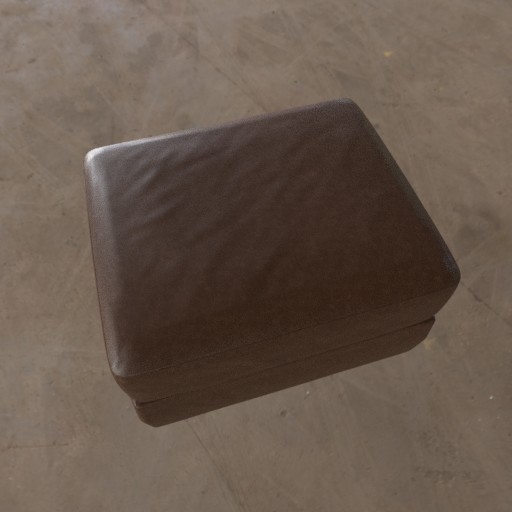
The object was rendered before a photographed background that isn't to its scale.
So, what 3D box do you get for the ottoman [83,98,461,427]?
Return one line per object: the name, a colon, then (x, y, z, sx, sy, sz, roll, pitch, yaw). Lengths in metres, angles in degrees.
ottoman: (0.000, 0.000, 1.131, 0.751, 0.476, 0.603, -14, 59, -9)
